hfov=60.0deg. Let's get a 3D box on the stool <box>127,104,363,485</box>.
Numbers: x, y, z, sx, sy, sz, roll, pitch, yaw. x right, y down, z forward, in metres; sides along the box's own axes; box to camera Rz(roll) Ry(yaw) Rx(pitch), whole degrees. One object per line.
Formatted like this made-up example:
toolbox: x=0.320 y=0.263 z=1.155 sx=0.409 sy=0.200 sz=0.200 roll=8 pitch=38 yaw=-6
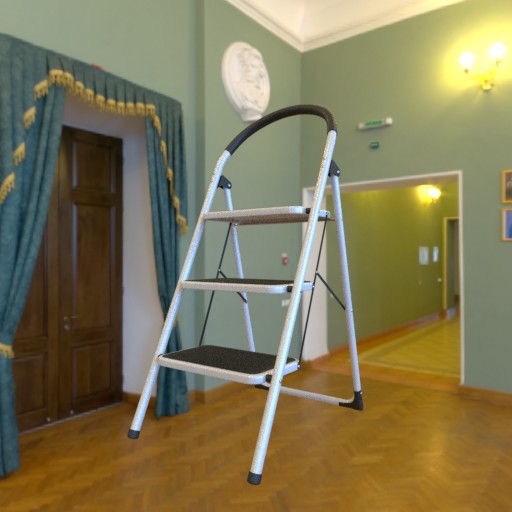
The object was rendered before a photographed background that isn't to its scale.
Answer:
stool: x=0.000 y=0.000 z=1.463 sx=0.485 sy=1.109 sz=0.676 roll=0 pitch=0 yaw=36
